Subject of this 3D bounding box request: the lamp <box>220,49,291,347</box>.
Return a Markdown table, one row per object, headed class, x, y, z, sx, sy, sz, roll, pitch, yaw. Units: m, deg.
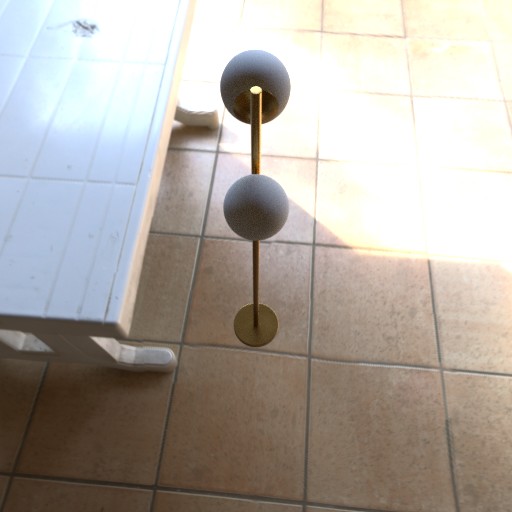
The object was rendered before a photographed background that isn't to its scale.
| class | x | y | z | sx | sy | sz | roll | pitch | yaw |
| --- | --- | --- | --- | --- | --- | --- | --- | --- | --- |
| lamp | 0.000 | 0.000 | 1.765 | 0.249 | 1.641 | 0.419 | -1 | 61 | 0 |
